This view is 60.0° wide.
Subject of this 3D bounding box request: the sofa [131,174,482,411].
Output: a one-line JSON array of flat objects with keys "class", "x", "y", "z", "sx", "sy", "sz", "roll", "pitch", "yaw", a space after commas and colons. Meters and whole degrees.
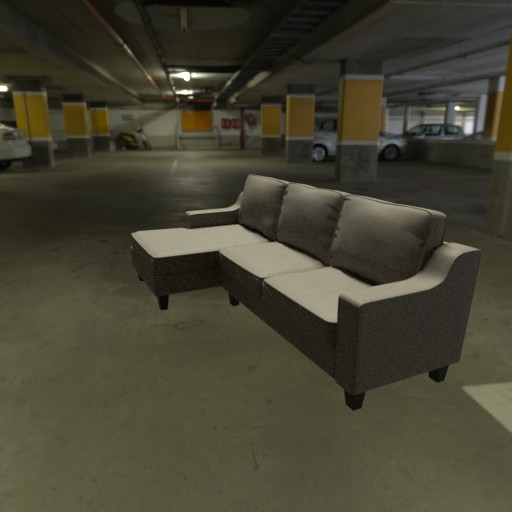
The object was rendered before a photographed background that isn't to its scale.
[{"class": "sofa", "x": 0.000, "y": 0.000, "z": 3.131, "sx": 1.294, "sy": 0.928, "sz": 2.561, "roll": -8, "pitch": 18, "yaw": -25}]
